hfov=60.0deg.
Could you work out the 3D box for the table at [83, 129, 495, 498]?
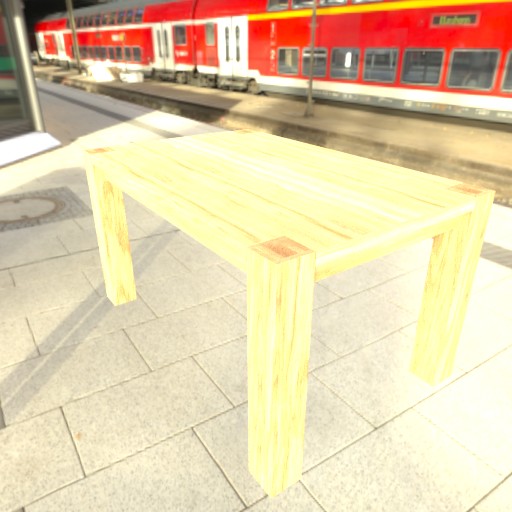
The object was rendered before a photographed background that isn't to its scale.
[{"bbox_3d":[0.000,0.000,1.866,0.900,0.760,1.400,-17,31,-32],"label":"table"}]
